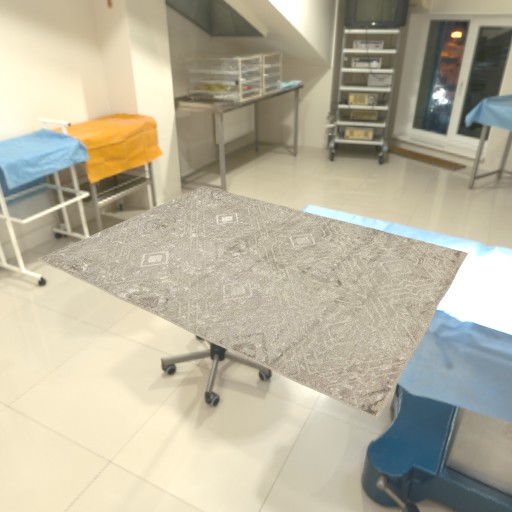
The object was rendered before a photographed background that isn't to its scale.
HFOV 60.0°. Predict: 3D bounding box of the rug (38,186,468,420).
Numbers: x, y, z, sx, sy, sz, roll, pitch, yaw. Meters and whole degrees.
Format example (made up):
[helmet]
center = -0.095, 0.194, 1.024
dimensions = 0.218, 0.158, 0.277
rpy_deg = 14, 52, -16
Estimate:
[rug]
center = 0.000, 0.000, 4.256
dimensions = 3.359, 0.020, 2.448
rpy_deg = 18, 34, 30
